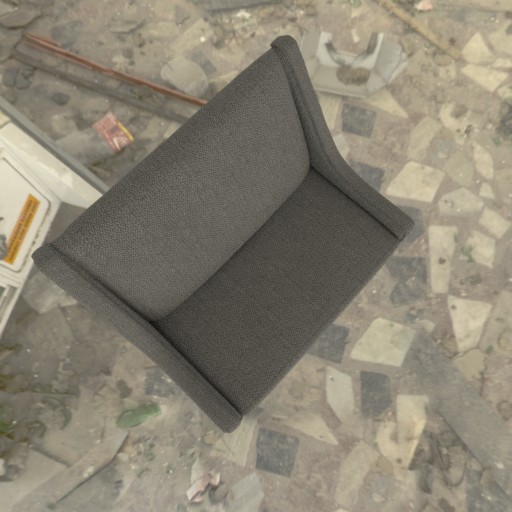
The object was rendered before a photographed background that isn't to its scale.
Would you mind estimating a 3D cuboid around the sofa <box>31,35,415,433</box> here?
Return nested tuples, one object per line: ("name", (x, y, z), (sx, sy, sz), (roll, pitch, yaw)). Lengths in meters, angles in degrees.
("sofa", (0.000, 0.000, 1.925), (0.873, 1.022, 1.242), (42, 78, 11))
